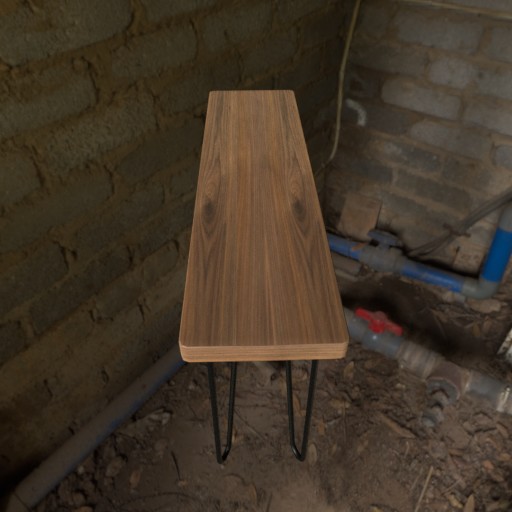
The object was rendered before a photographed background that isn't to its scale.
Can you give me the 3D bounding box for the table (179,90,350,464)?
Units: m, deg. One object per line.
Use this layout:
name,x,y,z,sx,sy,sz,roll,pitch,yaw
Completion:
table,0.000,0.000,1.935,0.425,0.834,1.570,-1,42,-1
